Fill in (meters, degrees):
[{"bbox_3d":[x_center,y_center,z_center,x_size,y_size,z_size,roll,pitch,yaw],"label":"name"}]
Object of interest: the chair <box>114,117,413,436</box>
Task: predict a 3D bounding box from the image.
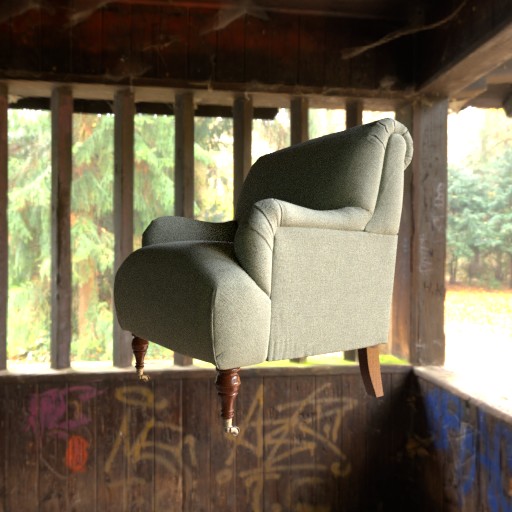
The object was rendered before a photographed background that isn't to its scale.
[{"bbox_3d":[0.000,0.000,1.984,1.060,1.178,0.964,0,0,-36],"label":"chair"}]
